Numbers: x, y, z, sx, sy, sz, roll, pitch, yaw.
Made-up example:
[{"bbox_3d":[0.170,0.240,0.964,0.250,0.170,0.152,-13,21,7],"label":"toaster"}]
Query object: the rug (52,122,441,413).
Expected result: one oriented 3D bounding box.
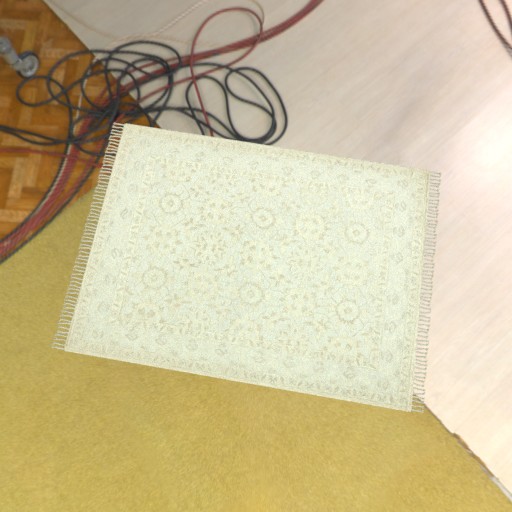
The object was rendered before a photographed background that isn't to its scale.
[{"bbox_3d":[0.000,0.000,2.226,1.771,0.015,1.223,9,76,2],"label":"rug"}]
